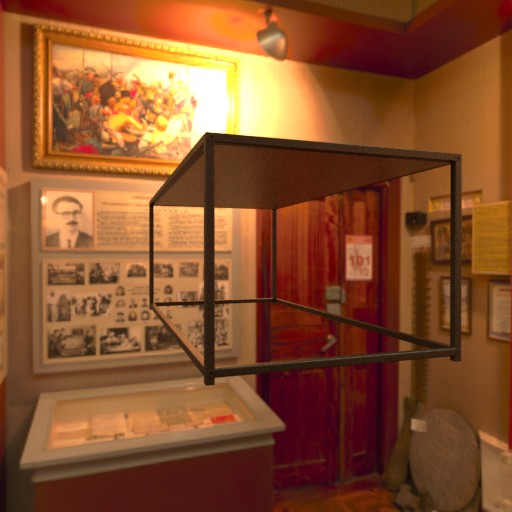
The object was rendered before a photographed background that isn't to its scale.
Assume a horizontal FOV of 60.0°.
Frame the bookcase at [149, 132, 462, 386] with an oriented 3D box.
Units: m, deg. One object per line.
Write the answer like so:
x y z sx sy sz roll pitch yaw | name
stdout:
0.000 0.000 1.247 0.500 0.400 1.000 0 0 -18 | bookcase
